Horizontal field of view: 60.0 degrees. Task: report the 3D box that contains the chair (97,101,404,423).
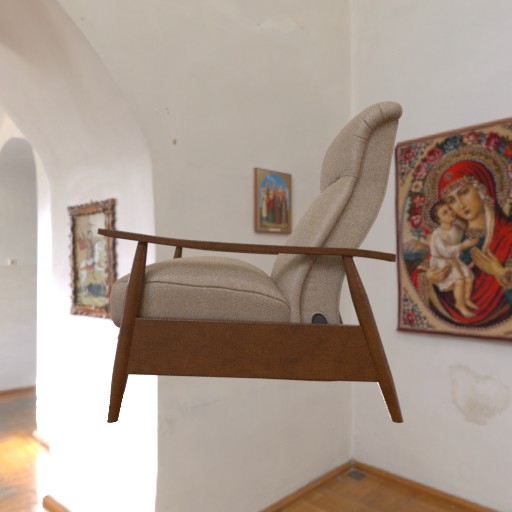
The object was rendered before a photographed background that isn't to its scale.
[{"bbox_3d":[0.000,0.000,1.802,1.030,1.082,0.762,0,0,0],"label":"chair"}]
